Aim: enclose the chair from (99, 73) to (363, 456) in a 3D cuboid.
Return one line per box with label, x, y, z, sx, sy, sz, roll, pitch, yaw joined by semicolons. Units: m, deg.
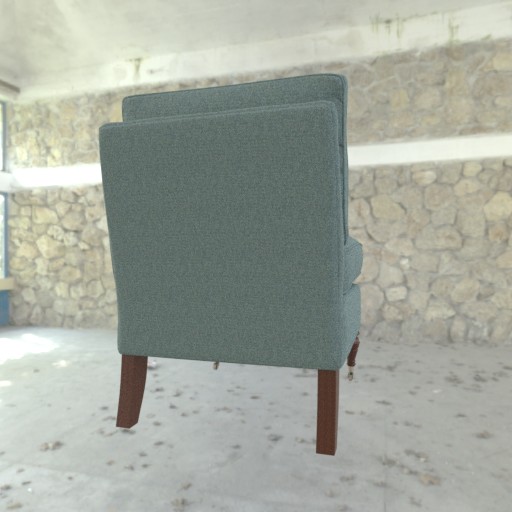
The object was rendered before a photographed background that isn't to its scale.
chair;0.000;0.000;1.391;0.624;0.901;0.796;0;0;17
